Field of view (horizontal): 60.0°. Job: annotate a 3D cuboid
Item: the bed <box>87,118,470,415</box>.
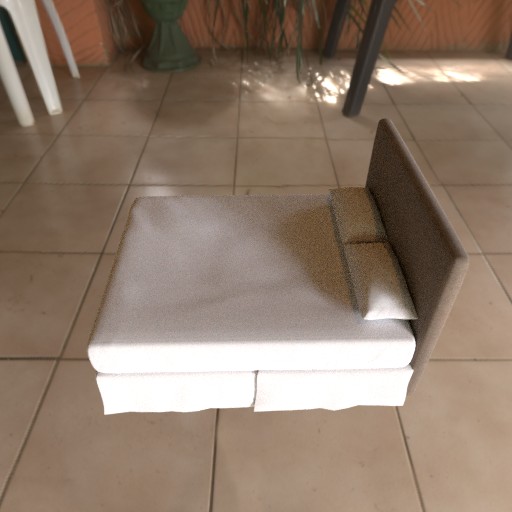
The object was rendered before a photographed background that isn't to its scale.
[{"bbox_3d":[0.000,0.000,3.191,2.142,1.330,1.723,-1,42,-1],"label":"bed"}]
